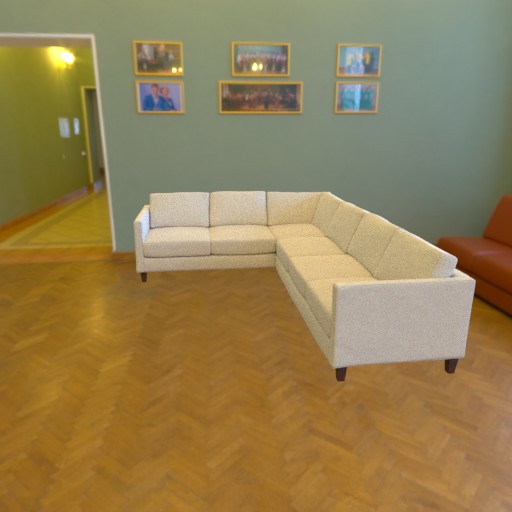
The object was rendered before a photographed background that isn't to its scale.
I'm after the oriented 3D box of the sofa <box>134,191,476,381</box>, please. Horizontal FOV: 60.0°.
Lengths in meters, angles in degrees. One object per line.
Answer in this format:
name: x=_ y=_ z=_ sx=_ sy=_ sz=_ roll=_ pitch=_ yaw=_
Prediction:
sofa: x=0.000 y=0.000 z=4.242 sx=2.432 sy=0.863 sz=3.182 roll=-2 pitch=16 yaw=-7
